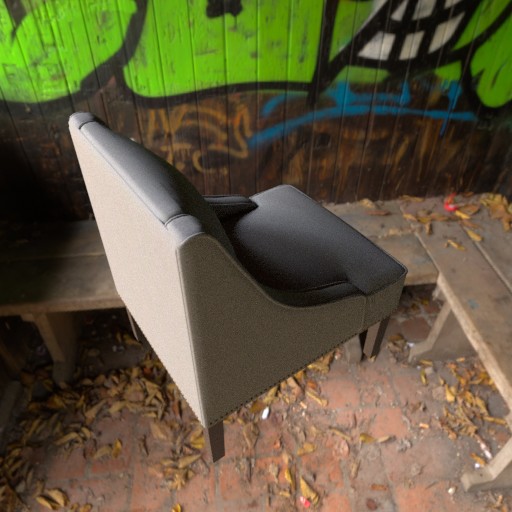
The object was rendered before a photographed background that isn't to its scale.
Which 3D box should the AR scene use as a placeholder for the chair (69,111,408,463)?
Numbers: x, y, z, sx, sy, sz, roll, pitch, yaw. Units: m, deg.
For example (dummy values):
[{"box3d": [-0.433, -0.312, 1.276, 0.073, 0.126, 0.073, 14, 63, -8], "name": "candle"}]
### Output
[{"box3d": [0.000, 0.000, 1.363, 0.747, 0.867, 0.631, -25, 47, -25], "name": "chair"}]
